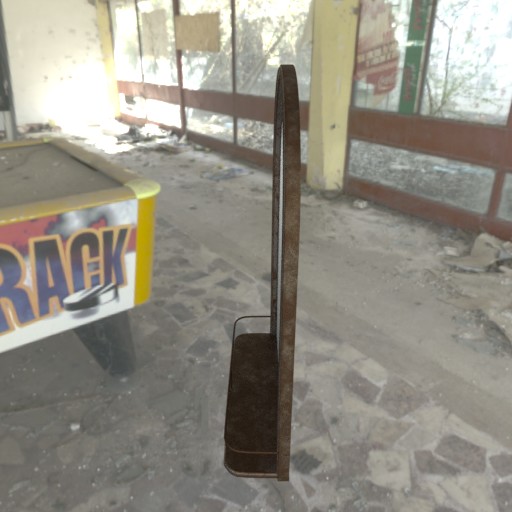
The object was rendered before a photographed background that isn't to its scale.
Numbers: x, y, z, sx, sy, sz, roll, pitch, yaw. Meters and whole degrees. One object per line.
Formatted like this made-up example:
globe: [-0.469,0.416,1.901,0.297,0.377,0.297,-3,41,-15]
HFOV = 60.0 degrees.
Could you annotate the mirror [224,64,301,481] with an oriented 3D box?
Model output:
mirror: [0.000,0.000,0.970,0.137,0.770,0.510,0,24,0]
